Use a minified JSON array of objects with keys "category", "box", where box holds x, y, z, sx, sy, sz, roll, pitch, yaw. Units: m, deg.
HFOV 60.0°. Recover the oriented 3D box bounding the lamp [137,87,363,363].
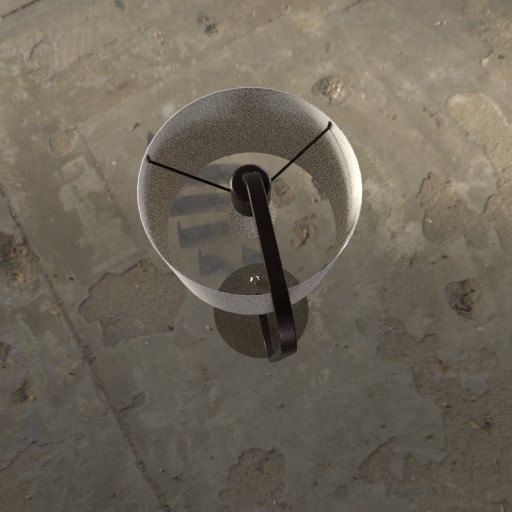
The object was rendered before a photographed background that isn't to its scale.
[{"category":"lamp","box":[0.000,0.000,0.617,0.230,0.473,0.288,-12,76,-3]}]
